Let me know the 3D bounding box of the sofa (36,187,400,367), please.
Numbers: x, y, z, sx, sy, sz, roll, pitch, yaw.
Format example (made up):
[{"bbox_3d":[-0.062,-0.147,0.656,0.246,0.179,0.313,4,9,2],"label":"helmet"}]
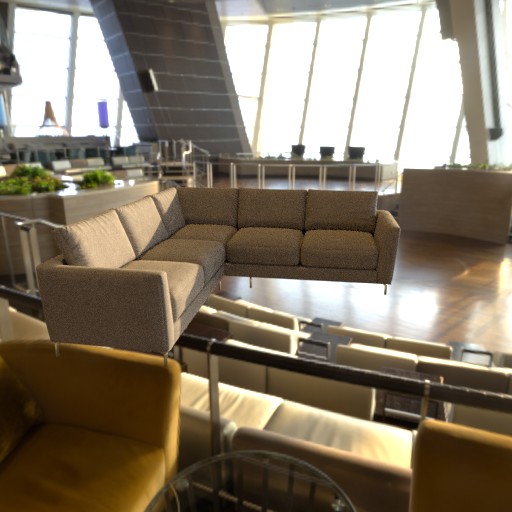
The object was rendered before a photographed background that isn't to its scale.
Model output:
[{"bbox_3d":[0.000,0.000,3.741,2.438,0.864,2.438,3,16,9],"label":"sofa"}]
